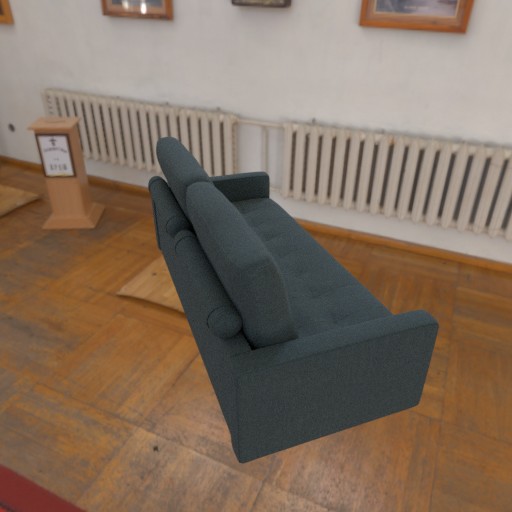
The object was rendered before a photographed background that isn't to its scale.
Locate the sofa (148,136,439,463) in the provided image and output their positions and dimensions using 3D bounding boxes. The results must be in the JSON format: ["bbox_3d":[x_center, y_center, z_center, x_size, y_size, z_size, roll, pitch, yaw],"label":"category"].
[{"bbox_3d":[0.000,0.000,2.574,0.966,1.050,2.010,-10,32,-18],"label":"sofa"}]
